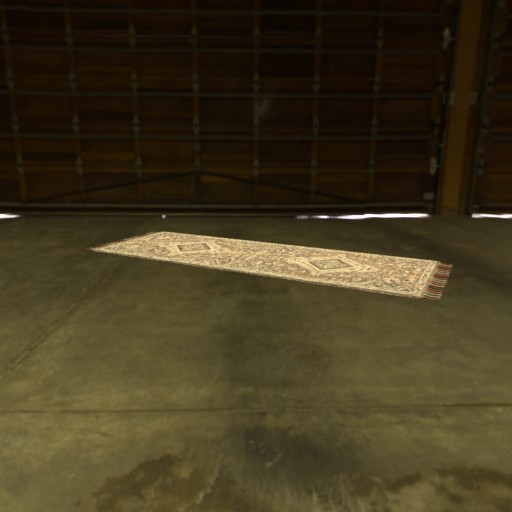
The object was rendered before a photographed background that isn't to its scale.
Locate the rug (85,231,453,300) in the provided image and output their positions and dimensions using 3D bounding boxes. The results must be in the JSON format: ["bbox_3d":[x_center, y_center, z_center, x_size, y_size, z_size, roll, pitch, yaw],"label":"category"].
[{"bbox_3d":[0.000,0.000,2.844,2.378,0.018,1.324,13,19,42],"label":"rug"}]
